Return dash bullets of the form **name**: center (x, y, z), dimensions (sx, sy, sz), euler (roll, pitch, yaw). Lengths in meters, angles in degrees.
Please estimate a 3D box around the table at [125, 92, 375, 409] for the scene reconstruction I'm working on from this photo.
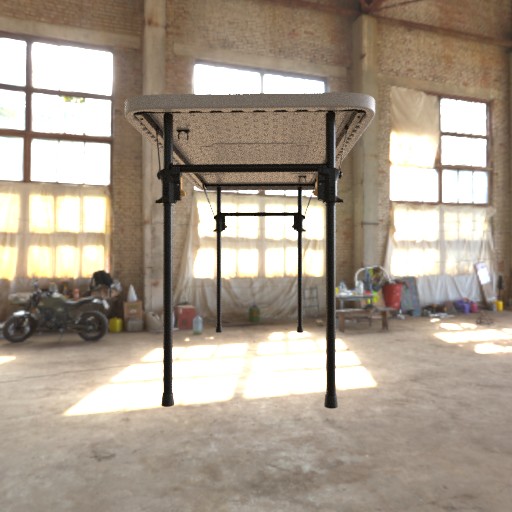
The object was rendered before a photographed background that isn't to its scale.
- **table**: center (0.000, 0.000, 1.608), dimensions (0.610, 0.729, 1.219), euler (0, -1, 2)
